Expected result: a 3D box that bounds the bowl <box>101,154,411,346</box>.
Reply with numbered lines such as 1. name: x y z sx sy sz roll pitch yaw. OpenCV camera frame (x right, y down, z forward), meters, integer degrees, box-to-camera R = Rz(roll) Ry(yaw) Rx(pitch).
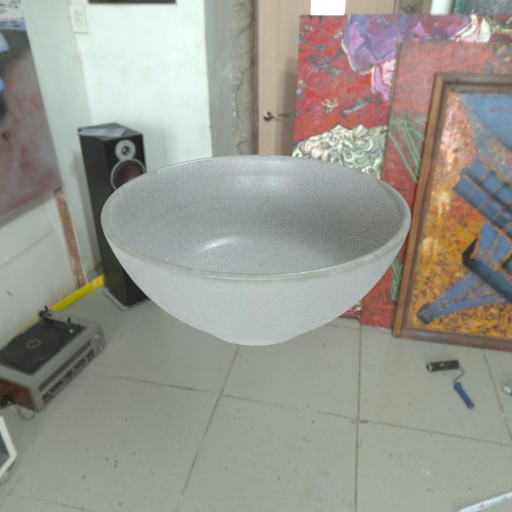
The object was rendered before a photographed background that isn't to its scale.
1. bowl: 0.000 0.000 0.428 0.268 0.121 0.268 0 29 0
